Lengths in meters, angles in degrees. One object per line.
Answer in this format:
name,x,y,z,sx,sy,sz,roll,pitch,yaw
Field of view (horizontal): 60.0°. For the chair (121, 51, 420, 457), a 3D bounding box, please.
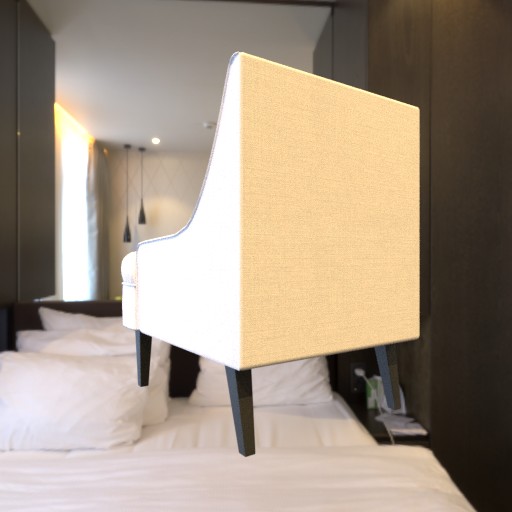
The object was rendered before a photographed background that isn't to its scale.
chair,0.000,0.000,1.424,0.658,0.891,0.772,0,0,-35
